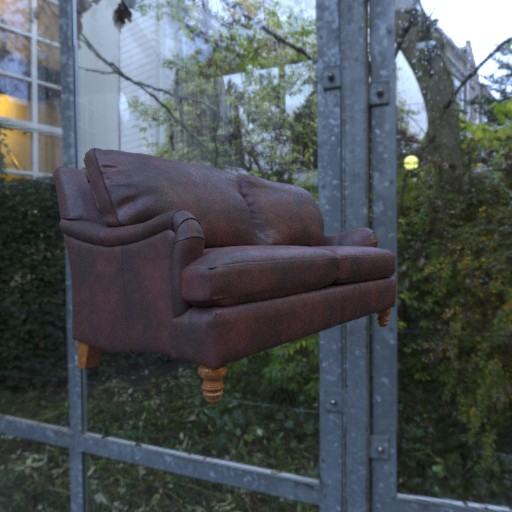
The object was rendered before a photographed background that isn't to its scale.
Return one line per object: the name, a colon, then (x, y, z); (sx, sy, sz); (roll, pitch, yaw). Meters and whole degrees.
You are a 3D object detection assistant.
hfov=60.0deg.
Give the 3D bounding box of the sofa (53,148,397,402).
sofa: (0.000, 0.000, 2.777); (1.147, 1.071, 2.144); (1, 1, 35)
